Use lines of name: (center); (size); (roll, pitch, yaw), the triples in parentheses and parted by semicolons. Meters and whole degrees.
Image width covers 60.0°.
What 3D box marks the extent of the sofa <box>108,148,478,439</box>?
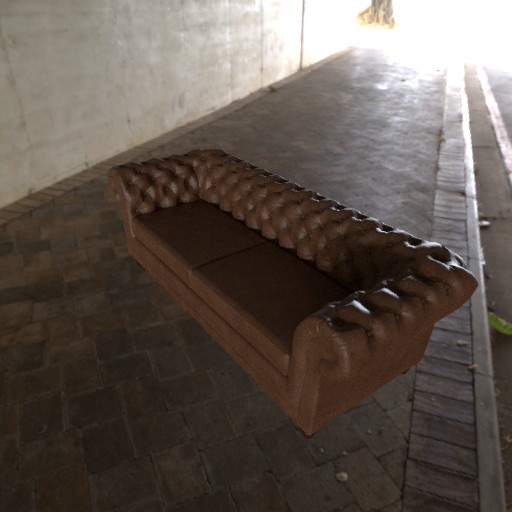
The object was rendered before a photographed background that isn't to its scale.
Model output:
sofa: (0.000, 0.000, 2.753); (0.944, 0.783, 2.385); (-20, 36, -31)
